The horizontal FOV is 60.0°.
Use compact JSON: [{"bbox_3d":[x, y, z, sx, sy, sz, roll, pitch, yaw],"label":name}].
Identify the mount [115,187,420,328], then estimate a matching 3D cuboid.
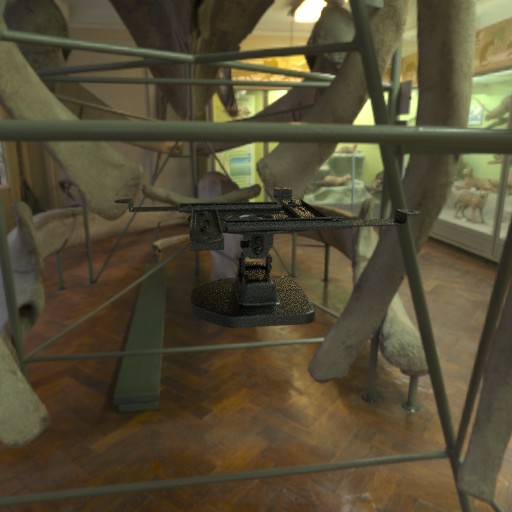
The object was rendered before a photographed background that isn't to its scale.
[{"bbox_3d":[0.000,0.000,0.617,0.394,0.141,0.394,-2,16,-7],"label":"mount"}]
